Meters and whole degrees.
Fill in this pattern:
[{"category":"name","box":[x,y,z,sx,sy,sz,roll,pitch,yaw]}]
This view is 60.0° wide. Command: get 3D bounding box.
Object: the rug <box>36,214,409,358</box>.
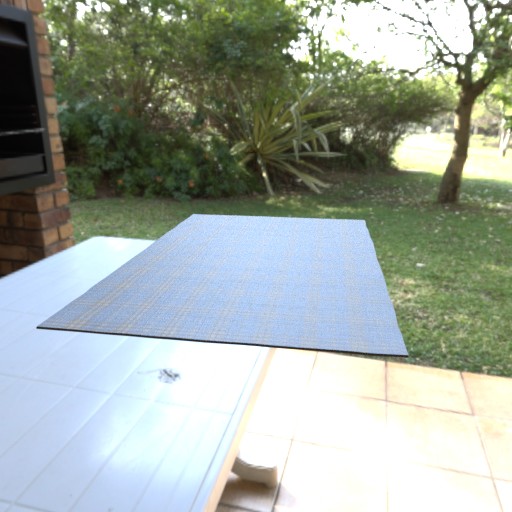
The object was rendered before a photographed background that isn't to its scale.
[{"category":"rug","box":[0.000,0.000,2.274,1.231,0.012,1.835,3,18,9]}]
